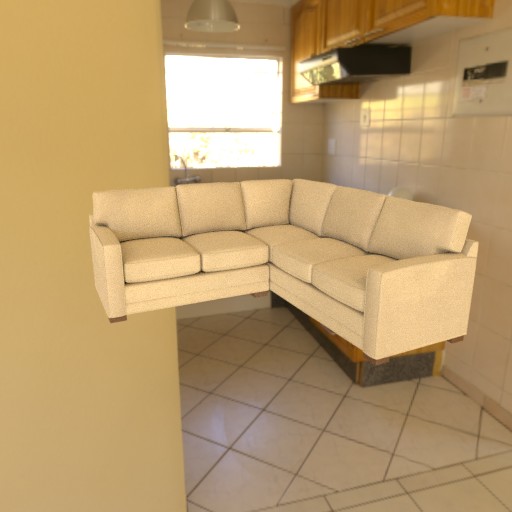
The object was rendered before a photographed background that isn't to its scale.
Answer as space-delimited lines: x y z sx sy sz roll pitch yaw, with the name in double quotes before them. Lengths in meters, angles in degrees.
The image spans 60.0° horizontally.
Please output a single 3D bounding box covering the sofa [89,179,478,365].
"sofa" 0.000 0.000 3.418 2.182 0.939 2.189 -8 17 -25
